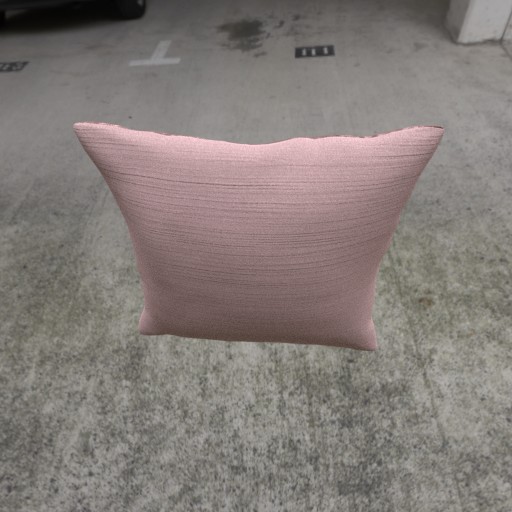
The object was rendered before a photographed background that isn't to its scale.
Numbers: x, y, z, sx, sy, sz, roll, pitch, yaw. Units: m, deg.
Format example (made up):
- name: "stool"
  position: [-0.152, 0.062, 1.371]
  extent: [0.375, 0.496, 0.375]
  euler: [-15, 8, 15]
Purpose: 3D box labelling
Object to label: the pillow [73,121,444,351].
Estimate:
- name: "pillow"
  position: [0.000, 0.000, 0.715]
  extent: [0.470, 0.464, 0.175]
  euler: [2, 46, 2]
